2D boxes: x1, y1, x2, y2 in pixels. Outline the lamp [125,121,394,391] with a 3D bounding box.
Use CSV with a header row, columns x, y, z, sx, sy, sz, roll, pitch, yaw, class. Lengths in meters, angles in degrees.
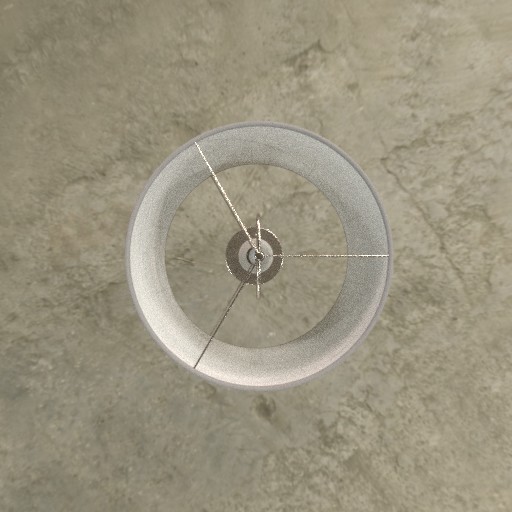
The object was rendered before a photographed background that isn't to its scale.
x,y,z,sx,sy,sz,roll,pitch,yaw,class
0.000,0.000,0.737,0.280,0.559,0.282,0,90,-1,lamp
